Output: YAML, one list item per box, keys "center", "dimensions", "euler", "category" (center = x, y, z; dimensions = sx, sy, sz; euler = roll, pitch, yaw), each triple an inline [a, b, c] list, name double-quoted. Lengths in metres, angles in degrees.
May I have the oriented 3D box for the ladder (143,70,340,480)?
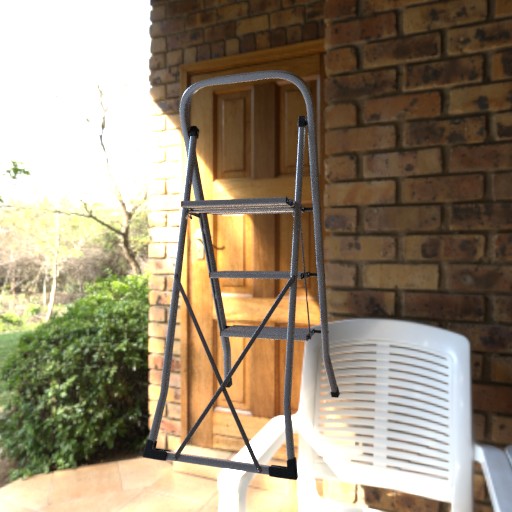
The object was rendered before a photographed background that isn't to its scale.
- center: [0.000, 0.000, 1.442]
  dimensions: [0.465, 1.070, 0.704]
  euler: [0, 0, 17]
  category: "ladder"
